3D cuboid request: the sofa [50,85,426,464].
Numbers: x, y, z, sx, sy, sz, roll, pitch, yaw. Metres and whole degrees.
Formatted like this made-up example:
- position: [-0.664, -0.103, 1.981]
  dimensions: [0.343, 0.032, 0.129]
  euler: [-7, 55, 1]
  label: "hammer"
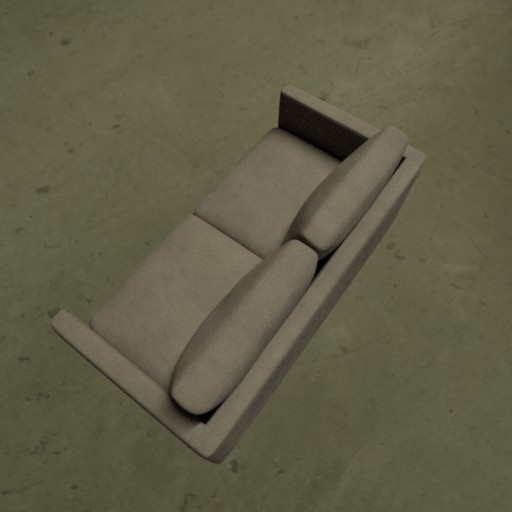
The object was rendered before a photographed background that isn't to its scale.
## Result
- position: [0.000, 0.000, 2.406]
  dimensions: [0.950, 0.963, 1.884]
  euler: [34, 68, 16]
  label: "sofa"
